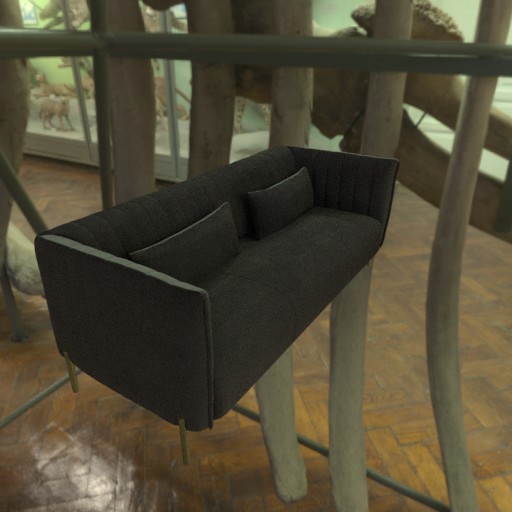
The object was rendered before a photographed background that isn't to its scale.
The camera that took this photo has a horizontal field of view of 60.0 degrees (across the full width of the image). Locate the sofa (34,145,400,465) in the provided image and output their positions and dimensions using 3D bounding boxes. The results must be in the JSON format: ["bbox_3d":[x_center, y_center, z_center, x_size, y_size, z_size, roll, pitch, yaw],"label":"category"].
[{"bbox_3d":[0.000,0.000,2.385,0.876,0.780,1.980,16,31,29],"label":"sofa"}]
